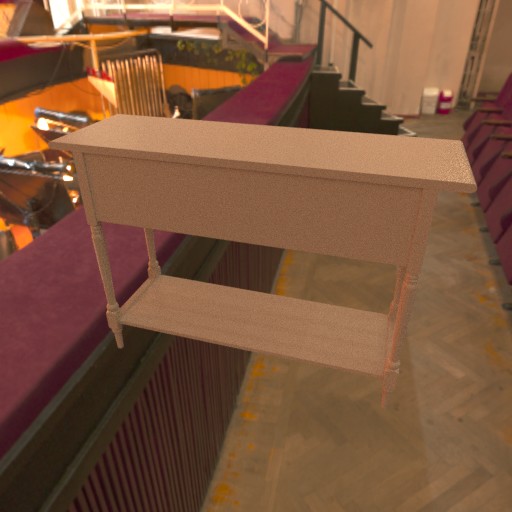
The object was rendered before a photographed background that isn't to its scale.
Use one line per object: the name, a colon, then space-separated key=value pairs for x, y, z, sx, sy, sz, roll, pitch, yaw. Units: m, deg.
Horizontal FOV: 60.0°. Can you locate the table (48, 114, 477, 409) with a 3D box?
table: x=0.000 y=0.000 z=1.543 sx=1.197 sy=0.808 sz=0.384 roll=9 pitch=32 yaw=15
